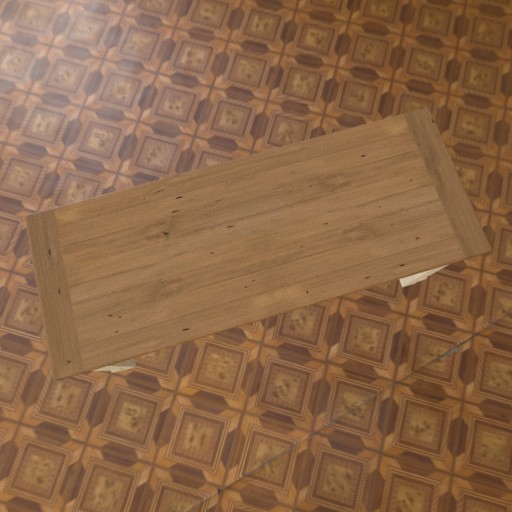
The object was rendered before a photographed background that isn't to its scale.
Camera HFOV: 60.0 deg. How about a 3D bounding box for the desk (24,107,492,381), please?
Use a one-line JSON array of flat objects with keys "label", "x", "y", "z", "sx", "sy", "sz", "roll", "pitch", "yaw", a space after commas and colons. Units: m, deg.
[{"label": "desk", "x": 0.000, "y": 0.000, "z": 2.192, "sx": 1.803, "sy": 0.762, "sz": 0.688, "roll": -16, "pitch": 76, "yaw": -4}]
